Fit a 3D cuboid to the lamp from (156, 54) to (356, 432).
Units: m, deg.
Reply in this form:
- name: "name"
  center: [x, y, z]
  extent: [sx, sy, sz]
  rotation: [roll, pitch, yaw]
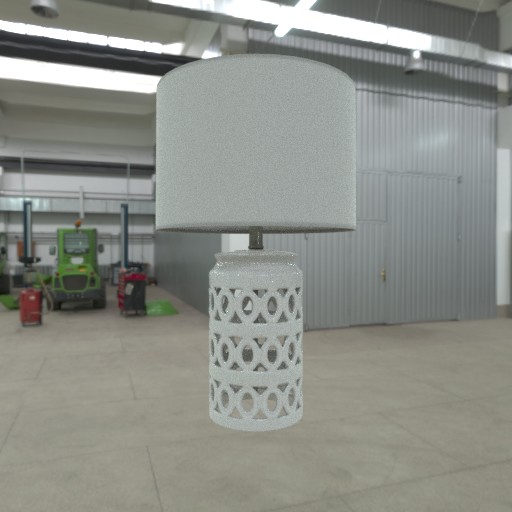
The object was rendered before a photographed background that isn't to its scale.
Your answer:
- name: "lamp"
  center: [0.000, 0.000, 0.701]
  extent: [0.310, 0.502, 0.310]
  rotation: [0, 1, 0]
